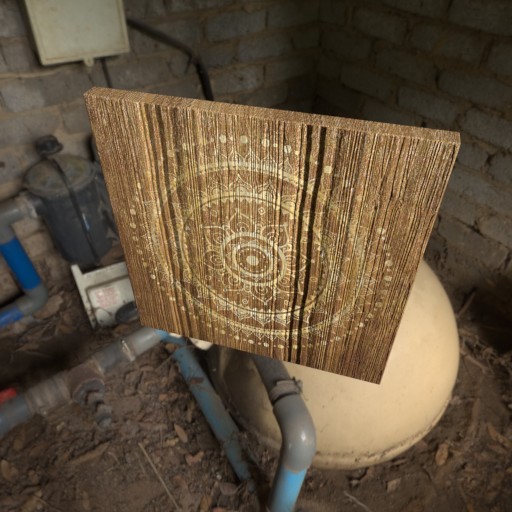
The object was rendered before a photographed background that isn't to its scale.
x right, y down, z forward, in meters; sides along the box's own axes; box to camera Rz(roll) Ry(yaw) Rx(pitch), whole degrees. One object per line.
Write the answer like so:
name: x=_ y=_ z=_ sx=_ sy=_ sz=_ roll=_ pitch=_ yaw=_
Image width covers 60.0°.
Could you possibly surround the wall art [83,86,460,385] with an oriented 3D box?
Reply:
wall art: x=0.000 y=0.000 z=0.898 sx=0.611 sy=0.608 sz=0.042 roll=11 pitch=42 yaw=12
